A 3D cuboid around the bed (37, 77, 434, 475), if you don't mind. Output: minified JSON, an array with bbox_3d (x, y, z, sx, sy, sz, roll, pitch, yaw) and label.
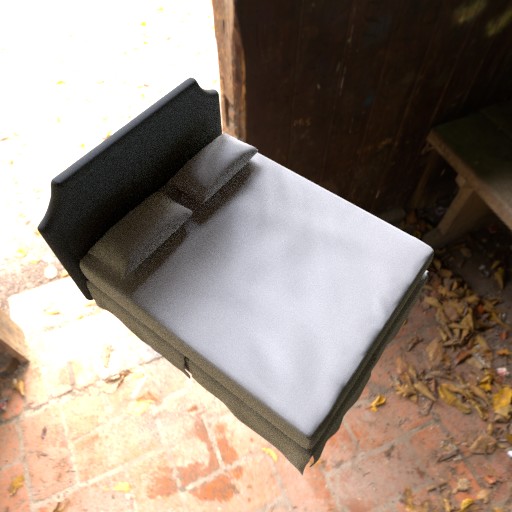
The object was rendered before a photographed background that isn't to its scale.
[{"bbox_3d":[0.000,0.000,3.239,2.259,1.296,1.811,33,63,19],"label":"bed"}]
